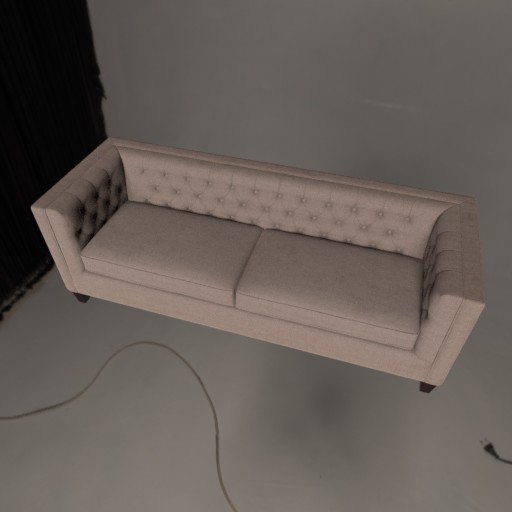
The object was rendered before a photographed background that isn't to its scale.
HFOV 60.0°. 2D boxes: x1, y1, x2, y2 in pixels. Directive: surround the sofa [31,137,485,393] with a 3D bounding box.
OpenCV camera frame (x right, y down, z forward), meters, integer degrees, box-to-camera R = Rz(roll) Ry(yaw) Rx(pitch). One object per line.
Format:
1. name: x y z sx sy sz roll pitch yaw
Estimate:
1. sofa: 0.000 0.000 2.522 2.159 0.762 0.775 12 45 13
